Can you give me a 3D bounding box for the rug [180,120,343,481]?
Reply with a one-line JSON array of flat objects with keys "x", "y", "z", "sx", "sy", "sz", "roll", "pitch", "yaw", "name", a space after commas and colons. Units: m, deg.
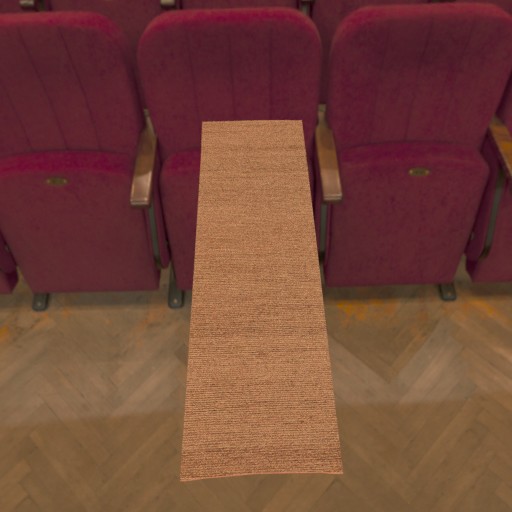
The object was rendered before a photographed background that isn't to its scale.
[{"x": 0.000, "y": 0.000, "z": 2.642, "sx": 0.741, "sy": 0.014, "sz": 2.390, "roll": -1, "pitch": 57, "yaw": -1, "name": "rug"}]
